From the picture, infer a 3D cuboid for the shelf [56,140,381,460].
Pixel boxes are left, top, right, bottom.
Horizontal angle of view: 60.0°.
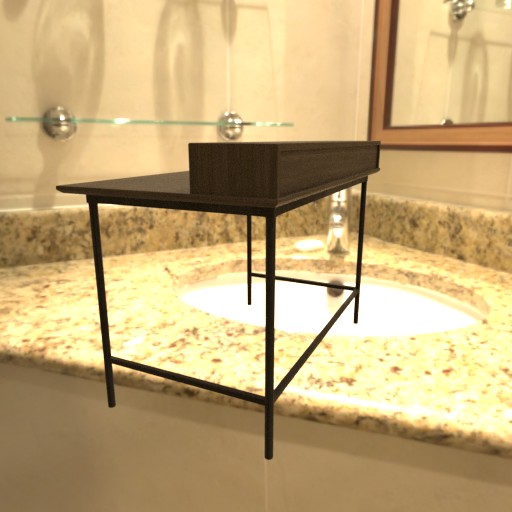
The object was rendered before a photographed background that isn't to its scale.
[{"bbox_3d":[0.000,0.000,1.727,0.685,0.865,1.212,7,16,25],"label":"shelf"}]
